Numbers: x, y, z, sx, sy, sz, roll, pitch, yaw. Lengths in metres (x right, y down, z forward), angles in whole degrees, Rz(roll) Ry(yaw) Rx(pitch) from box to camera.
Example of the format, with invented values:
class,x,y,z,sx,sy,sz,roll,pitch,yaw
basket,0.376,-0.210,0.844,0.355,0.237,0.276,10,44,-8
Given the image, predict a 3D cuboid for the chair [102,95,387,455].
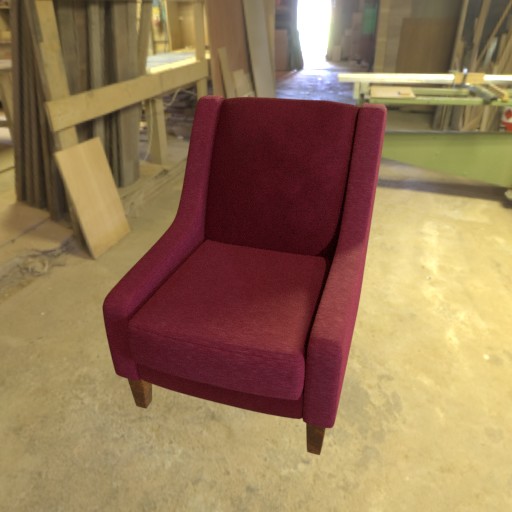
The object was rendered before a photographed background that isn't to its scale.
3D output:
class,x,y,z,sx,sy,sz,roll,pitch,yaw
chair,0.000,0.000,1.685,0.793,1.017,0.985,9,29,16
